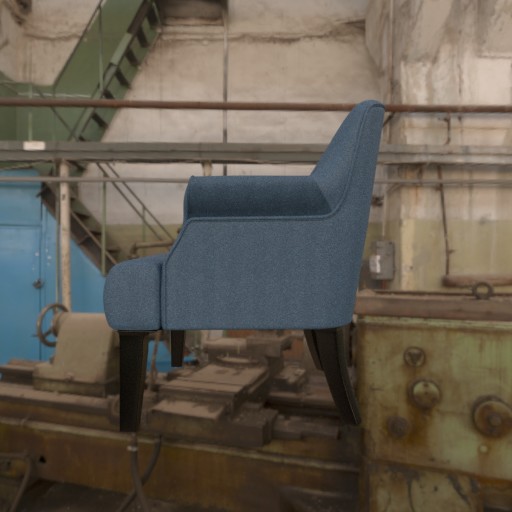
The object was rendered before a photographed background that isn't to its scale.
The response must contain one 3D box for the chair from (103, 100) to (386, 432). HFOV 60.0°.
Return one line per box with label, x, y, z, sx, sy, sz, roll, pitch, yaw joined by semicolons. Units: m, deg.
chair;0.000;0.000;1.440;0.754;0.878;0.770;0;0;1
